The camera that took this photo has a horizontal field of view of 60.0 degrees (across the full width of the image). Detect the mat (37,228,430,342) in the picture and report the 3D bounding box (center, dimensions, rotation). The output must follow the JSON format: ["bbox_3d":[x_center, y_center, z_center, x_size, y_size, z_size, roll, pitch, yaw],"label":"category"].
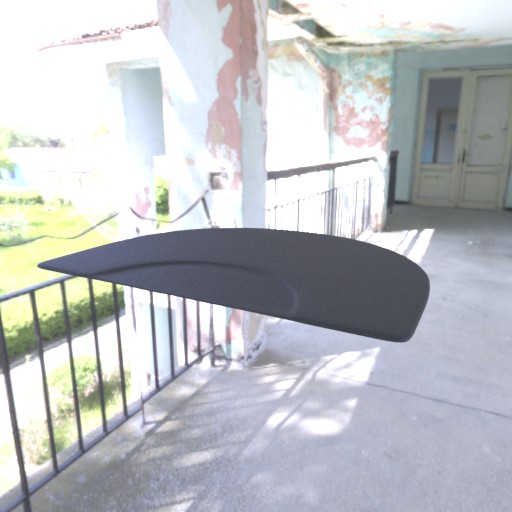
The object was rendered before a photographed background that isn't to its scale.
[{"bbox_3d":[0.000,0.000,1.601,1.220,0.016,0.917,8,17,27],"label":"mat"}]
